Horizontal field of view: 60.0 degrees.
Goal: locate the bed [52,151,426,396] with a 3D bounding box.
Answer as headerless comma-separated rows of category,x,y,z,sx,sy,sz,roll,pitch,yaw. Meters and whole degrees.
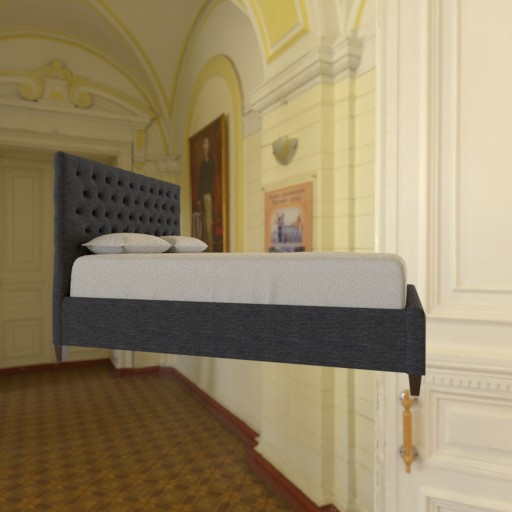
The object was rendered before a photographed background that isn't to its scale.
bed,0.000,0.000,3.429,2.387,1.427,1.698,0,1,18
